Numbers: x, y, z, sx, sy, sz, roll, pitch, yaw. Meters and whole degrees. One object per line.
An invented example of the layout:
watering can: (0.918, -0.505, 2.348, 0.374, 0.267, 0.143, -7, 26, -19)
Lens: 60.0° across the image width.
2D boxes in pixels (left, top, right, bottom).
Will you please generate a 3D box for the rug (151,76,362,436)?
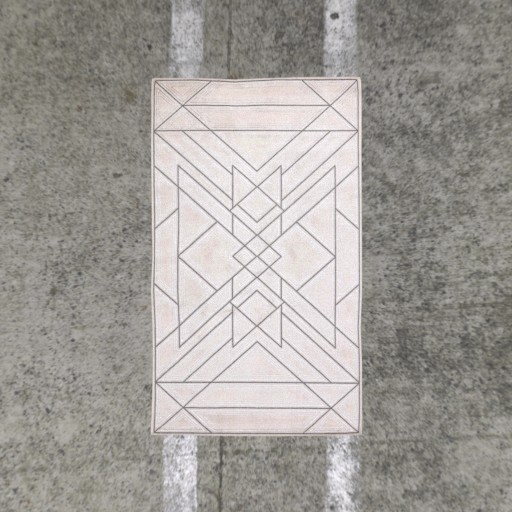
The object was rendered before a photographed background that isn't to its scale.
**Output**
rug: (0.000, 0.000, 1.073, 0.511, 0.008, 0.869, 0, 89, 1)
